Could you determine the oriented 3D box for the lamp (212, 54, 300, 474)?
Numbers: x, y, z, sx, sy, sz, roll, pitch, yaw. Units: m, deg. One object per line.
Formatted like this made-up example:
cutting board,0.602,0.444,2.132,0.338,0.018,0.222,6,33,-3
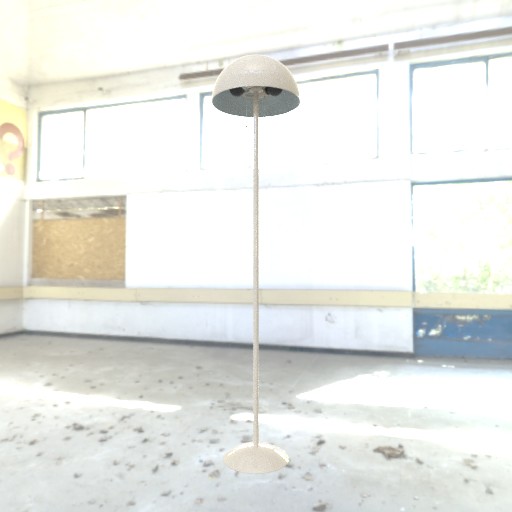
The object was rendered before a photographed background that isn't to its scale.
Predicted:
lamp,0.000,0.000,1.634,0.328,1.480,0.328,0,-1,18
